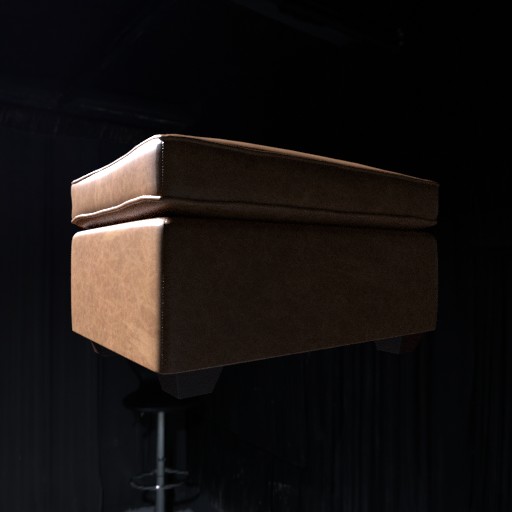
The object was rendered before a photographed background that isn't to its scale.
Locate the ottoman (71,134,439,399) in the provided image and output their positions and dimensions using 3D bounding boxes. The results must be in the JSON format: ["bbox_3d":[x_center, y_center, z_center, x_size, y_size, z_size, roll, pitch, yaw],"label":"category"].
[{"bbox_3d":[0.000,0.000,1.090,0.756,0.468,0.554,0,0,-36],"label":"ottoman"}]
